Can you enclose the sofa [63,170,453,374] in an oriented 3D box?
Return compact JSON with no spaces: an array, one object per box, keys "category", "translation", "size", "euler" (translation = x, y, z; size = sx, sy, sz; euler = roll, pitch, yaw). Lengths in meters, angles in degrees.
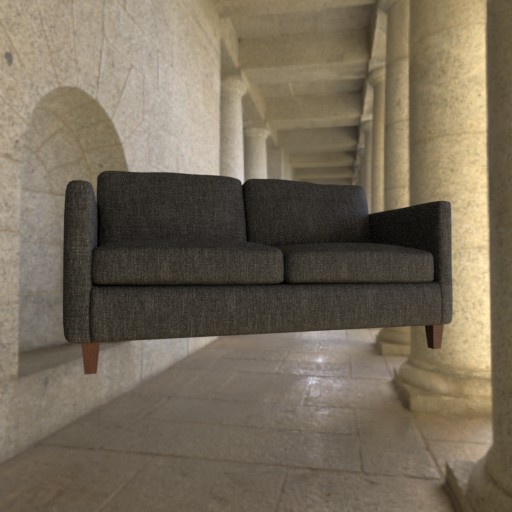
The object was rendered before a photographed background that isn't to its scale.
[{"category":"sofa","translation":[0.000,0.000,2.430],"size":[1.884,0.963,0.950],"euler":[0,-1,-18]}]
